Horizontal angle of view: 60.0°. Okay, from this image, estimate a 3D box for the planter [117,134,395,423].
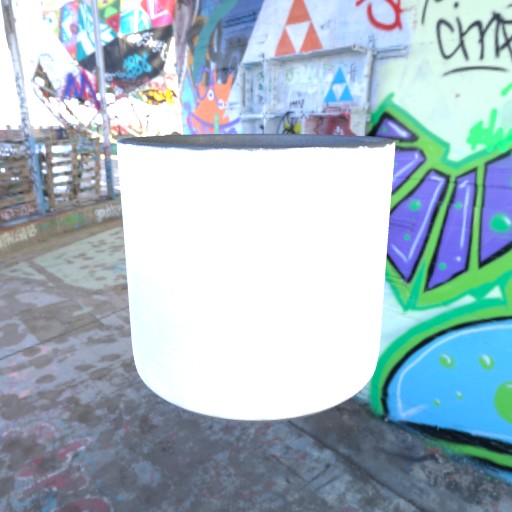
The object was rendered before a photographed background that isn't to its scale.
[{"bbox_3d":[0.000,0.000,0.389,0.221,0.201,0.221,0,17,0],"label":"planter"}]
